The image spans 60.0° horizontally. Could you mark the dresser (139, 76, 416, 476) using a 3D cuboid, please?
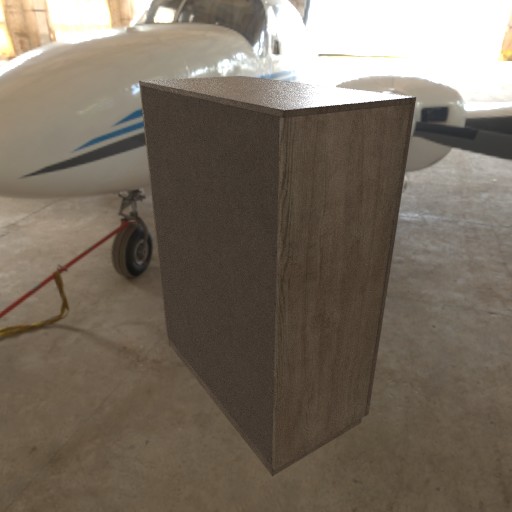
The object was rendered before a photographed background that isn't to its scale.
[{"bbox_3d":[0.000,0.000,1.816,0.483,1.295,0.967,-16,31,-30],"label":"dresser"}]
